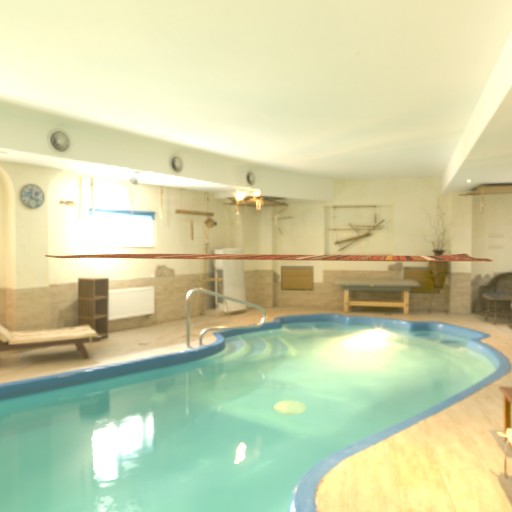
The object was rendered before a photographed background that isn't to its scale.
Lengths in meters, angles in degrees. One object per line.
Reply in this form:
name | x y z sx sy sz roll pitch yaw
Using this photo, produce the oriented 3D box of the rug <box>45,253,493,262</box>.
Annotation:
rug | 0.000 0.000 2.689 2.444 0.030 0.799 0 2 18
